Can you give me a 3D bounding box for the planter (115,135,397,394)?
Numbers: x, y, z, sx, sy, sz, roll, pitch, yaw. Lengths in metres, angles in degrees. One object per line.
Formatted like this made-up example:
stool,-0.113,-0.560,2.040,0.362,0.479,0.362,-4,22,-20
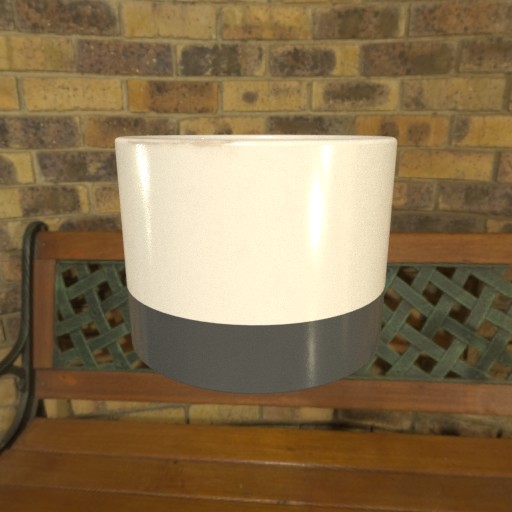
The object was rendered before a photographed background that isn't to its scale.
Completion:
planter,0.000,0.000,0.340,0.193,0.177,0.193,0,16,0
